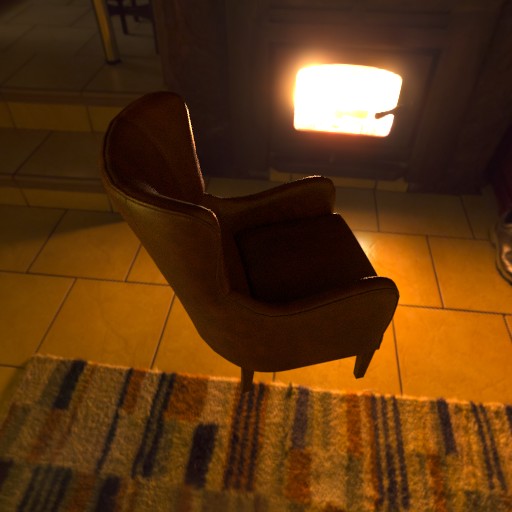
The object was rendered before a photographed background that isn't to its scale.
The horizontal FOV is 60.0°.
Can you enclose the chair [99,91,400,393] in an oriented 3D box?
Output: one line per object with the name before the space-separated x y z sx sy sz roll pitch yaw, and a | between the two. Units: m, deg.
chair | 0.000 0.000 1.668 0.914 1.048 0.692 -10 46 -9
